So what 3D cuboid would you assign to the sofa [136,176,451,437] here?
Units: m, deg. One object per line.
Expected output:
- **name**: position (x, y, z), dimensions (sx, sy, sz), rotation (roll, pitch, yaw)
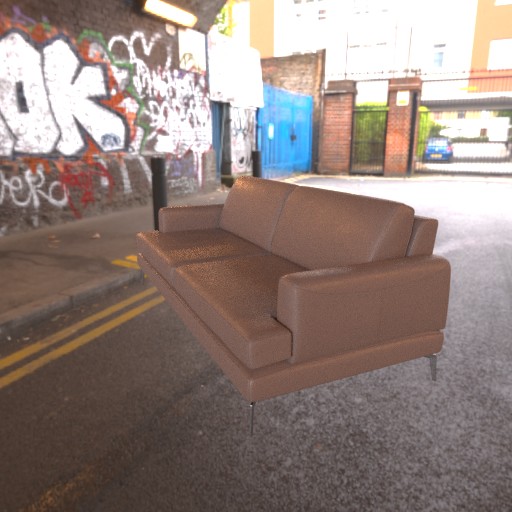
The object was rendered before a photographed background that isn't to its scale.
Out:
- **sofa**: position (0.000, 0.000, 2.465), dimensions (0.974, 0.765, 1.940), rotation (-7, 16, -25)
